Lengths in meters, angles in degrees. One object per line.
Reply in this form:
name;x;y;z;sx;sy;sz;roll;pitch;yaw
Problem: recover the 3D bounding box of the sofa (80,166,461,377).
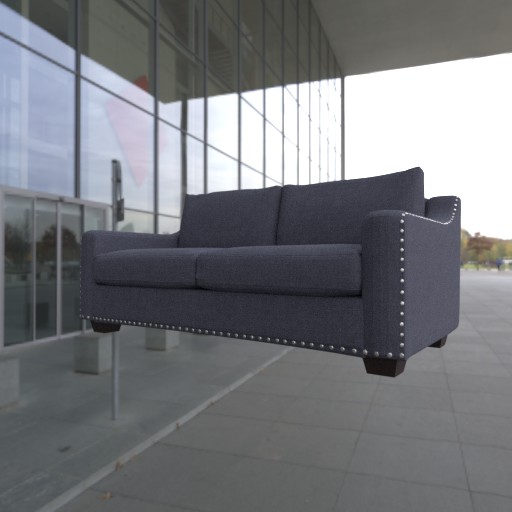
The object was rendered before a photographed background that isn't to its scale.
sofa;0.000;0.000;3.262;2.550;1.196;1.336;-1;-1;36
